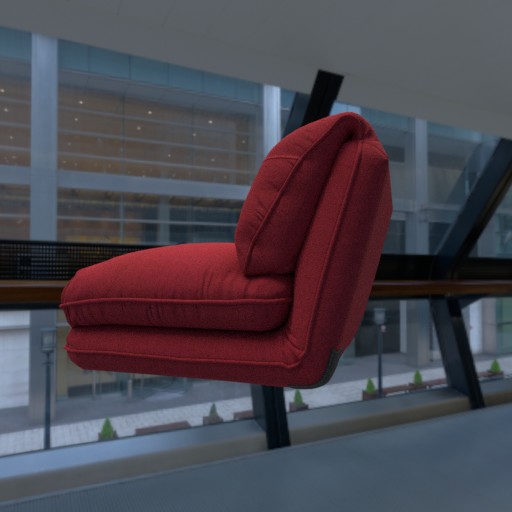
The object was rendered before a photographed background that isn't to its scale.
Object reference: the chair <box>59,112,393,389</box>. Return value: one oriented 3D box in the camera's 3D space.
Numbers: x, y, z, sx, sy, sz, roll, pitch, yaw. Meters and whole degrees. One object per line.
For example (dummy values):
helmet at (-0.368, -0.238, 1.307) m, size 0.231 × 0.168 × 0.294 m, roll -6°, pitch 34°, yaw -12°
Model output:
chair at (0.000, 0.000, 1.330) m, size 0.780 × 0.580 × 0.820 m, roll 0°, pitch -1°, yaw 18°
